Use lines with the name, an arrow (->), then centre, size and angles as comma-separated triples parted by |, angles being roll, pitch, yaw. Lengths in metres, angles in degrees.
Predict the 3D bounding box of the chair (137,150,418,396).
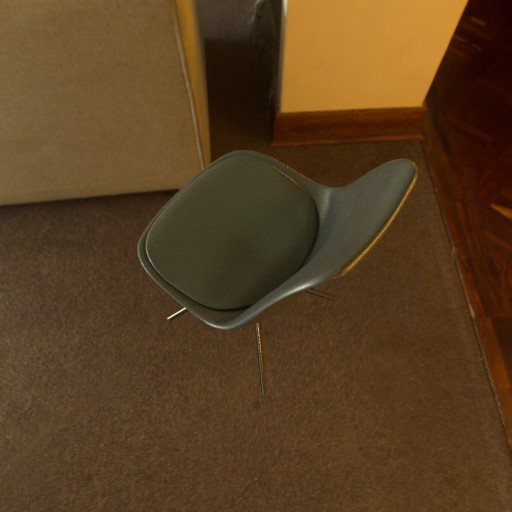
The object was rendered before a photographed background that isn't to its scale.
chair -> 0.000, 0.000, 1.135 | 0.525, 0.850, 0.461 | 34, 68, 16
